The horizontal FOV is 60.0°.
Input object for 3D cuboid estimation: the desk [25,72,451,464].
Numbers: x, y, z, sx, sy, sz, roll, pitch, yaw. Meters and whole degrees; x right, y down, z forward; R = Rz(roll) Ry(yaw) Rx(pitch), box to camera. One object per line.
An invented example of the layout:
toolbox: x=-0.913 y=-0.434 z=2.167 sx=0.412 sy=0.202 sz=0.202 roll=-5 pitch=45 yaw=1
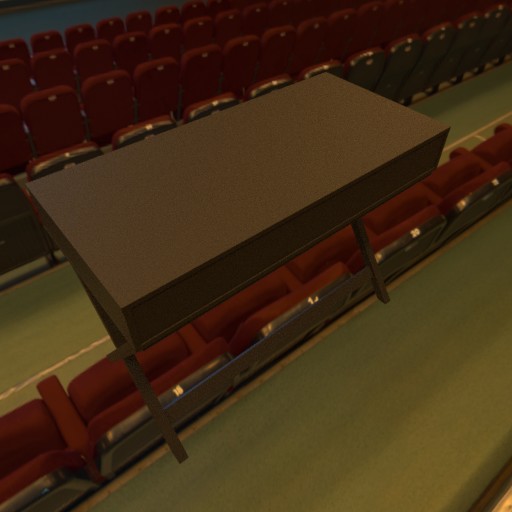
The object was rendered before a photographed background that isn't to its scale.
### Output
desk: x=0.000 y=0.000 z=1.464 sx=1.057 sy=0.780 sz=0.504 roll=-30 pitch=52 yaw=-27
